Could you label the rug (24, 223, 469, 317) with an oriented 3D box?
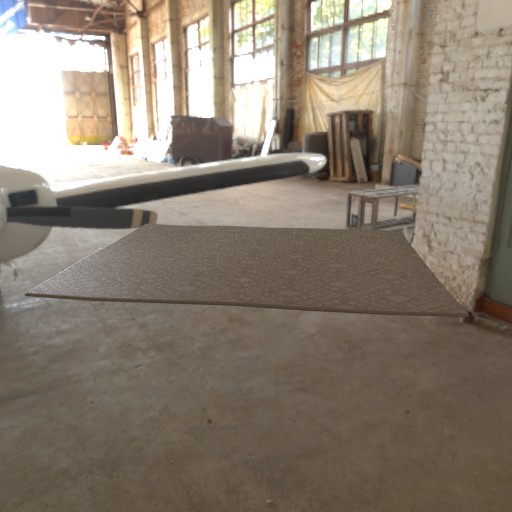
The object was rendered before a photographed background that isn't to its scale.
[{"bbox_3d":[0.000,0.000,4.101,3.011,0.054,2.399,2,16,7],"label":"rug"}]
